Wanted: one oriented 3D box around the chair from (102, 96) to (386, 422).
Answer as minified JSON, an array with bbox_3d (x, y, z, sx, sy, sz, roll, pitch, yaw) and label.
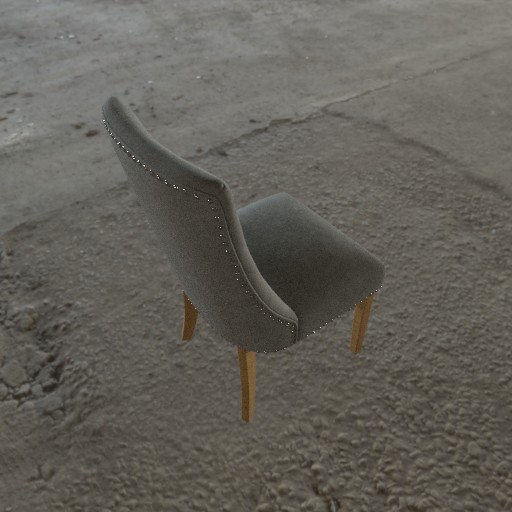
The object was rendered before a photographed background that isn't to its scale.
[{"bbox_3d":[0.000,0.000,1.266,0.610,0.902,0.495,-26,48,-26],"label":"chair"}]
